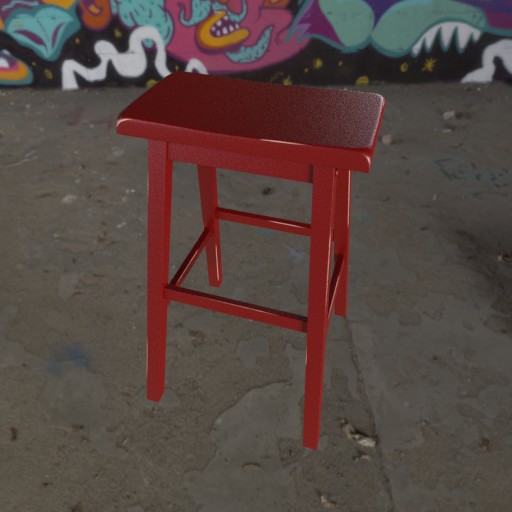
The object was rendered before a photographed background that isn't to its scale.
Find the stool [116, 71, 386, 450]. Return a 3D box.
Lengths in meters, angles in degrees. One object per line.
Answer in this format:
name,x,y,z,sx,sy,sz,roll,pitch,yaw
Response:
stool,0.000,0.000,1.049,0.457,0.737,0.476,12,43,13
